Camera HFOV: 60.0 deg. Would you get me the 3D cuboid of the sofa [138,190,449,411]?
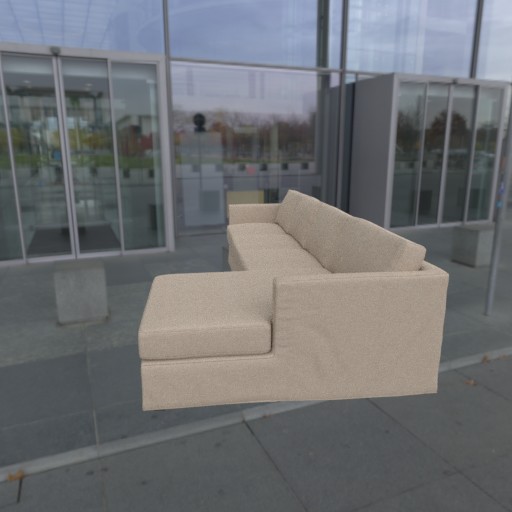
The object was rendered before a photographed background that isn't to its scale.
[{"bbox_3d":[0.000,0.000,3.772,1.622,0.867,3.177,-2,14,-8],"label":"sofa"}]
